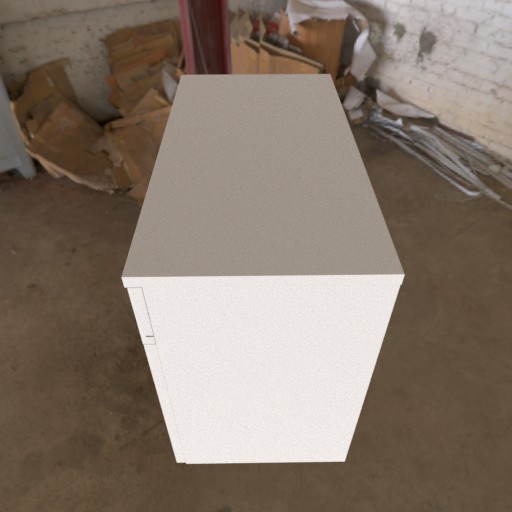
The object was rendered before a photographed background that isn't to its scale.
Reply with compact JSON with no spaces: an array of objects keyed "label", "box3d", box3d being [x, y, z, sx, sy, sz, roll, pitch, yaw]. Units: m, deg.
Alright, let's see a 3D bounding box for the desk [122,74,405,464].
[{"label":"desk","box3d":[0.000,0.000,1.310,0.482,0.730,0.898,-1,42,-1]}]
